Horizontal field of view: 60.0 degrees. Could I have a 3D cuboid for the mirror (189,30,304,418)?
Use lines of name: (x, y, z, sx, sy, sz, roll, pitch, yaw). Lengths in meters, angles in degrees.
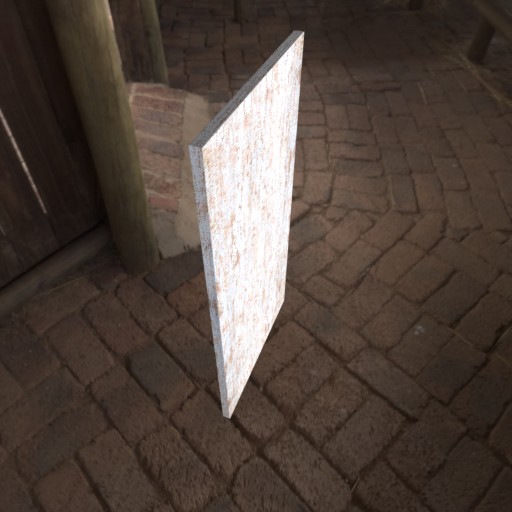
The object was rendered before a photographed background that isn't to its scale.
mirror: (0.000, 0.000, 1.121, 0.027, 0.922, 0.472, 17, 49, 15)
